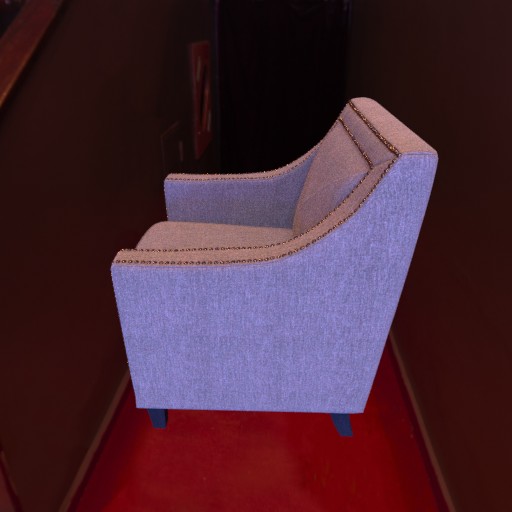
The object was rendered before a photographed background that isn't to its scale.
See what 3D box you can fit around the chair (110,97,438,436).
[{"bbox_3d":[0.000,0.000,1.576,0.884,0.967,0.776,1,29,1],"label":"chair"}]
